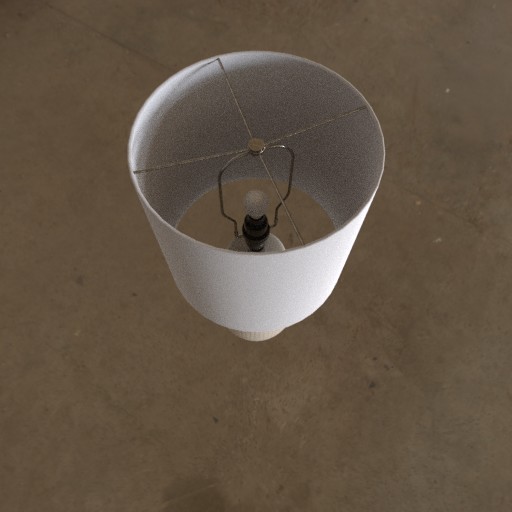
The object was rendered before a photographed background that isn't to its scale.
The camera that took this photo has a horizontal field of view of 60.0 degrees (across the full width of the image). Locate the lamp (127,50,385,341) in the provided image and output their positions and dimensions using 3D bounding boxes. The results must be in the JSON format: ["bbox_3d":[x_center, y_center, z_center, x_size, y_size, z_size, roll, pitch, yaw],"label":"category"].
[{"bbox_3d":[0.000,0.000,0.579,0.217,0.453,0.217,-18,66,-8],"label":"lamp"}]
